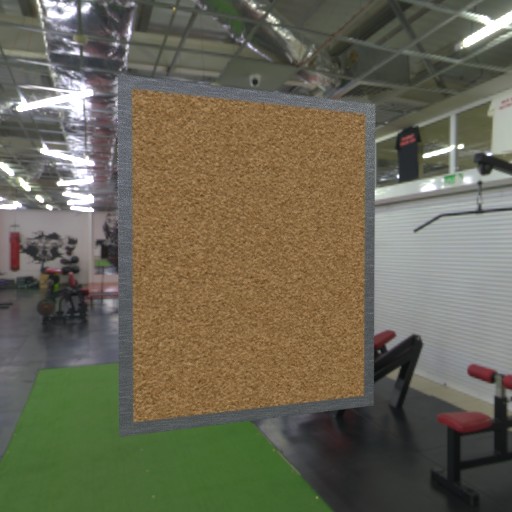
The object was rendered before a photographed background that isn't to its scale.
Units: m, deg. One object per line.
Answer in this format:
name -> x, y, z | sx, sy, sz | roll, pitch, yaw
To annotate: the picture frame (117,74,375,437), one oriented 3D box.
picture frame -> 0.000, 0.000, 0.764 | 0.454, 0.559, 0.029 | 0, 1, -18
